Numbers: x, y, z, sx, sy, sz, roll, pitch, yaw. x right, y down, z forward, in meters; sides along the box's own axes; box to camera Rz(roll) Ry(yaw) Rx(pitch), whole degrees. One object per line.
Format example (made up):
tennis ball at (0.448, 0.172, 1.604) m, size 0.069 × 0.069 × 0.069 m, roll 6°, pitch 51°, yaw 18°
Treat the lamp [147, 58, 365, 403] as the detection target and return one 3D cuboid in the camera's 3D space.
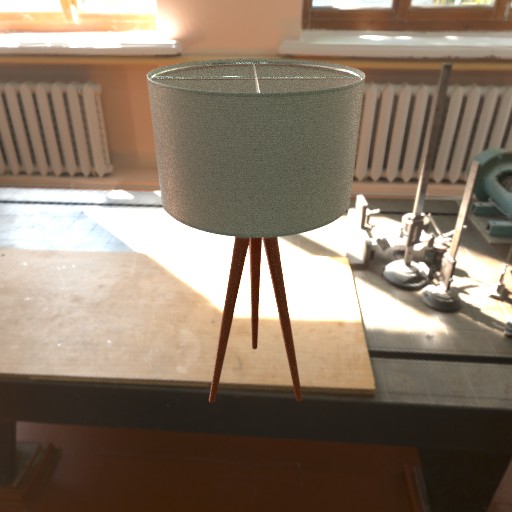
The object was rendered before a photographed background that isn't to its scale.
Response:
lamp at (0.000, 0.000, 0.915) m, size 0.354 × 0.709 × 0.355 m, roll 22°, pitch 37°, yaw 33°
